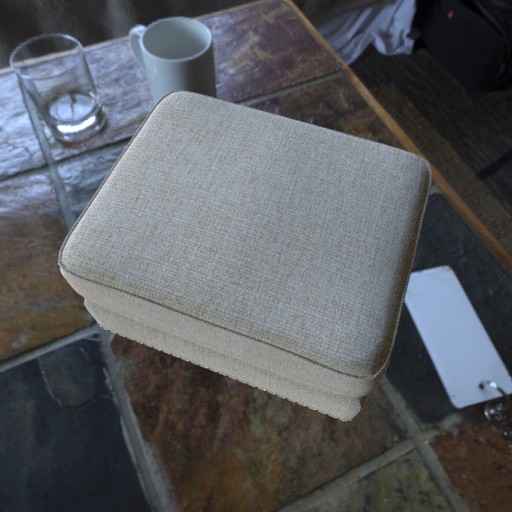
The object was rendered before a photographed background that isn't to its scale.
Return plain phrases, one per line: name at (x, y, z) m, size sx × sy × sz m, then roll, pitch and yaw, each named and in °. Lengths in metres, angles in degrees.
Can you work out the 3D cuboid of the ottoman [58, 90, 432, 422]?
ottoman at (0.000, 0.000, 1.160) m, size 0.738 × 0.537 × 0.589 m, roll 18°, pitch 64°, yaw 10°
